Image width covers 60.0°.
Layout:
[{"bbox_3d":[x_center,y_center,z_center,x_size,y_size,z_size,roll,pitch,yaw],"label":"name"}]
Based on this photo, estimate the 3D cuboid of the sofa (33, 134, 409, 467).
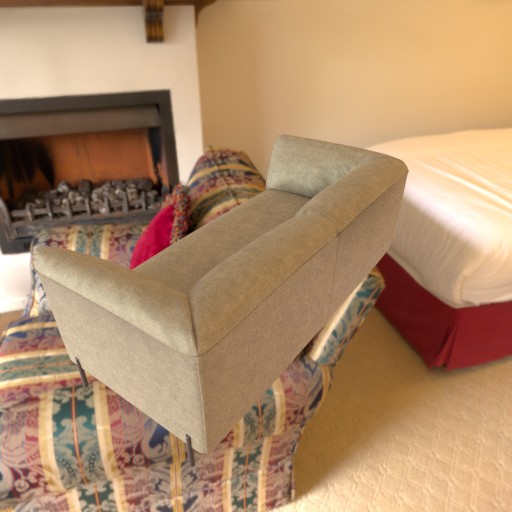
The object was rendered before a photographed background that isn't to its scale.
[{"bbox_3d":[0.000,0.000,2.340,0.905,0.747,1.878,21,39,29],"label":"sofa"}]
